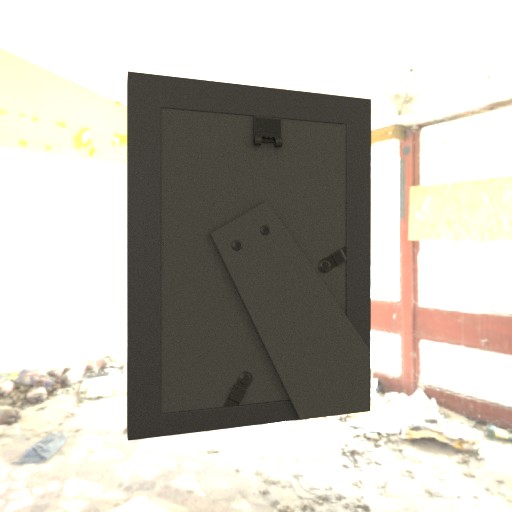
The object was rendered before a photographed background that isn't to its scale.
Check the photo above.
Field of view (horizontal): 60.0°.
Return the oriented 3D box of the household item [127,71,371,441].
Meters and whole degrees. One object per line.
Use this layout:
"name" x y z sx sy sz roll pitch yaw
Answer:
"household item" 0.000 0.000 0.238 0.133 0.178 0.022 0 1 -18
